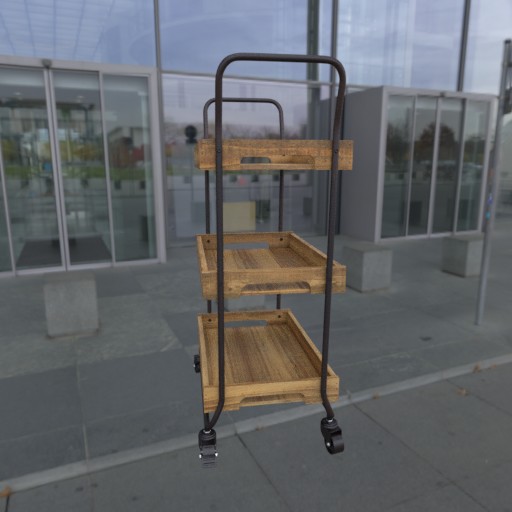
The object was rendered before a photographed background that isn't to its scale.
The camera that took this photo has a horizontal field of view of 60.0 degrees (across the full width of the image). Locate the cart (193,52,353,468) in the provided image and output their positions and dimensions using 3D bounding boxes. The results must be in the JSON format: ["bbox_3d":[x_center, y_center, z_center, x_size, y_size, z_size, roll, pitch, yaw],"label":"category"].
[{"bbox_3d":[0.000,0.000,1.155,0.339,0.857,0.583,-2,12,-9],"label":"cart"}]
